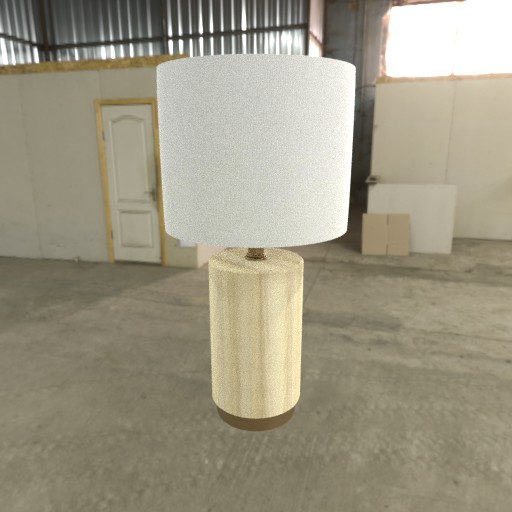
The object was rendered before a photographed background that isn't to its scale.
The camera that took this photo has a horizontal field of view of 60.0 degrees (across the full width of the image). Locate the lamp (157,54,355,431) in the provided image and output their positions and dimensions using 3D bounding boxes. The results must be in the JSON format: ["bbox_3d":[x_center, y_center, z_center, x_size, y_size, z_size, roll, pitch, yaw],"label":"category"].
[{"bbox_3d":[0.000,0.000,0.572,0.228,0.444,0.228,14,21,42],"label":"lamp"}]
